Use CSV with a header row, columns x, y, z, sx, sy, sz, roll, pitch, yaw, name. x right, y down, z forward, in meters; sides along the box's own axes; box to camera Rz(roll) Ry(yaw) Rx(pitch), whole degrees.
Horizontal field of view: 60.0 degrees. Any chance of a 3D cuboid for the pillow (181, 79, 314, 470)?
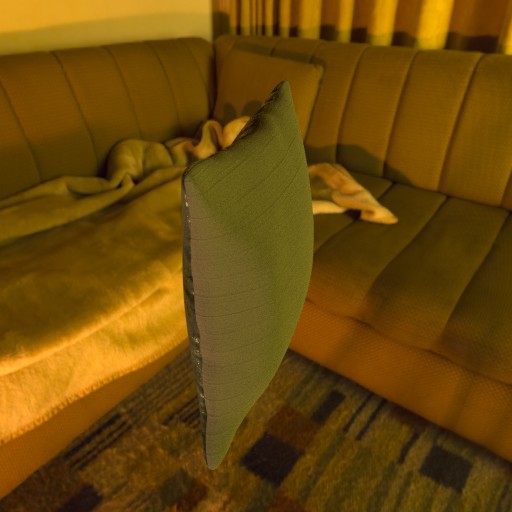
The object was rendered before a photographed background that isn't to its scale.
x,y,z,sx,sy,sz,roll,pitch,yaw,name
0.000,0.000,0.720,0.175,0.464,0.470,9,33,14,pillow
